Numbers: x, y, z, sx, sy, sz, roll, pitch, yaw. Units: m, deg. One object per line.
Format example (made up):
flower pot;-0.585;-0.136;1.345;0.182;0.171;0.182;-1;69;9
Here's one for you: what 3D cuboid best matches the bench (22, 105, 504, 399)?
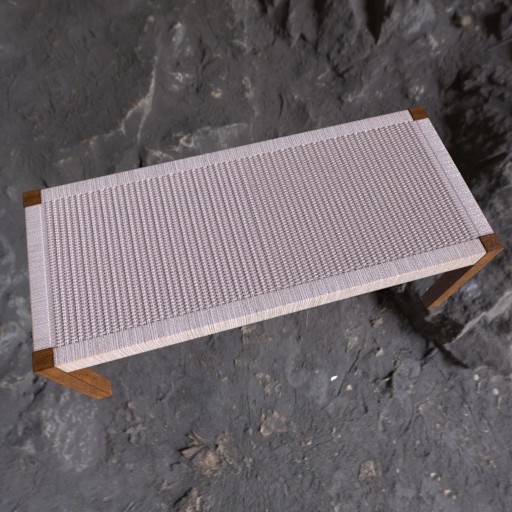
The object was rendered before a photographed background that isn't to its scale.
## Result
bench;0.000;0.000;1.392;1.198;0.457;0.507;-14;65;-7
